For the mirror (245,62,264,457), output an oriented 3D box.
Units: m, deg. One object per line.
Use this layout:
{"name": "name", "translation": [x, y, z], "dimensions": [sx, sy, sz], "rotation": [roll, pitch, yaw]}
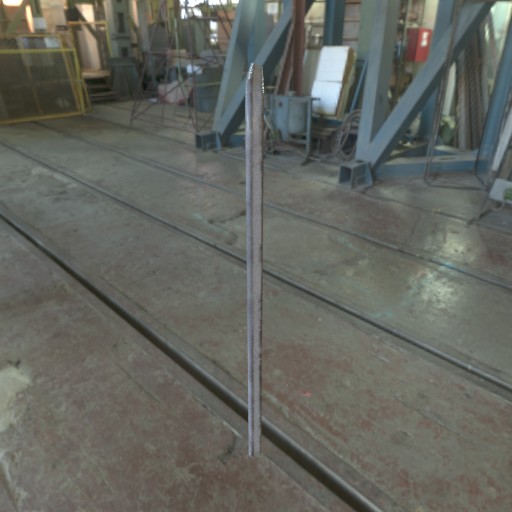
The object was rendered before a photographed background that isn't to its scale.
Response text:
{"name": "mirror", "translation": [0.000, 0.000, 0.914], "dimensions": [0.024, 0.713, 0.461], "rotation": [0, 27, 0]}
